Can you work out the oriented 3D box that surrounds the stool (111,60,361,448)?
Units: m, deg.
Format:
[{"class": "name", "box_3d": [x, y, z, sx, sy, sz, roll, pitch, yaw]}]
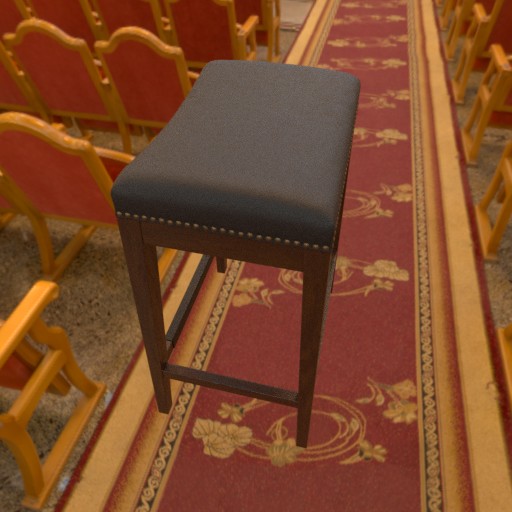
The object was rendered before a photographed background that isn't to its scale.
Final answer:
[{"class": "stool", "box_3d": [0.000, 0.000, 0.952, 0.353, 0.664, 0.490, 10, 46, 10]}]
